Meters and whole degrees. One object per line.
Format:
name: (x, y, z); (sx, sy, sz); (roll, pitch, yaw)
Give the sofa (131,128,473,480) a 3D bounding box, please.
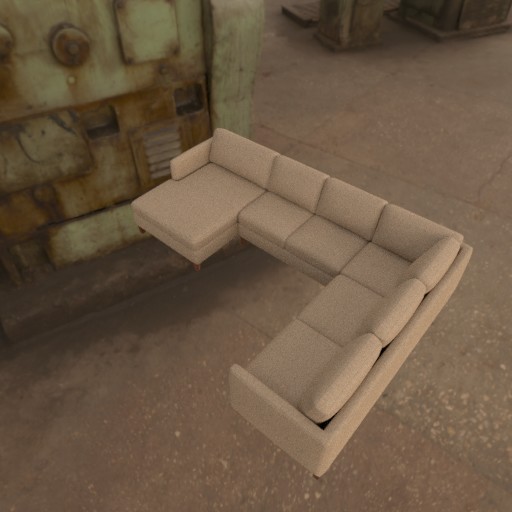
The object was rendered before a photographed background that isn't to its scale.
sofa: (0.000, 0.000, 4.520); (3.403, 0.889, 2.551); (31, 52, 28)
